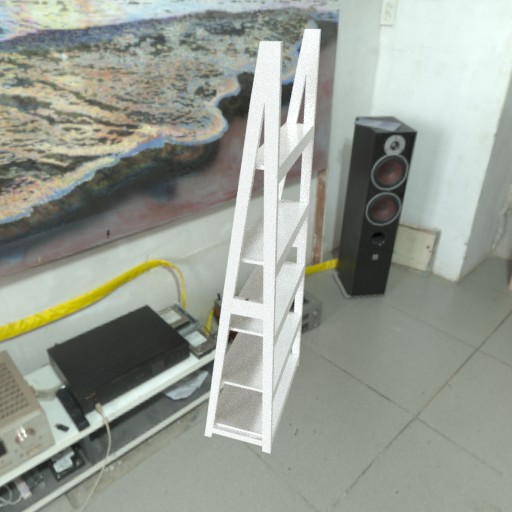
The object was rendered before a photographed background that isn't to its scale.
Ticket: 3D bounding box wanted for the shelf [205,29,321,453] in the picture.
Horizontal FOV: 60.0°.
[{"bbox_3d":[0.000,0.000,1.979,0.341,1.779,0.636,9,31,15],"label":"shelf"}]
